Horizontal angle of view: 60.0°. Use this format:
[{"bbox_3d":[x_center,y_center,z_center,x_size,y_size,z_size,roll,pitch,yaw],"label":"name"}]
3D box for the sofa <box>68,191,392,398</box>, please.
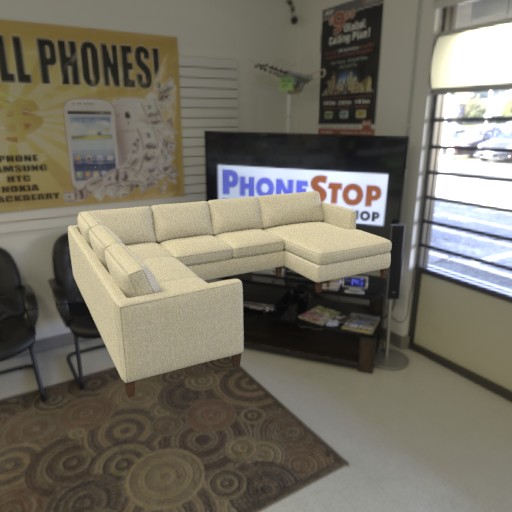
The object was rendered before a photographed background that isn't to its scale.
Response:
[{"bbox_3d":[0.000,0.000,4.684,3.403,0.889,2.551,-9,19,-28],"label":"sofa"}]
